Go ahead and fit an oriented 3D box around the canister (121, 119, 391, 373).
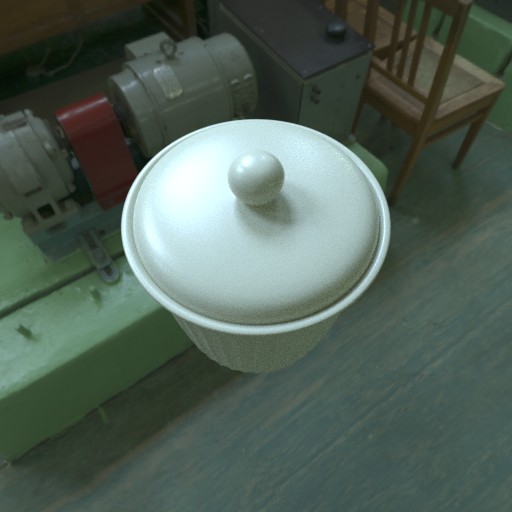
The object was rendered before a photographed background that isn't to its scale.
[{"bbox_3d":[0.000,0.000,0.350,0.181,0.211,0.181,0,58,0],"label":"canister"}]
